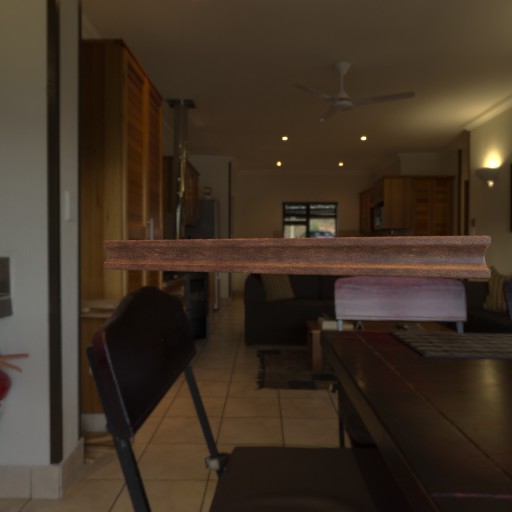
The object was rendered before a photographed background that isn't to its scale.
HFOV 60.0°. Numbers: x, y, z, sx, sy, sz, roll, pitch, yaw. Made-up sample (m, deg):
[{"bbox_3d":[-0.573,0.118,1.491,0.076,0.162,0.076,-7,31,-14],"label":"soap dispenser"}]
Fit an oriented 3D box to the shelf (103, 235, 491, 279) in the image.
[{"bbox_3d":[0.000,0.000,0.447,0.296,0.035,0.296,0,1,-18],"label":"shelf"}]
